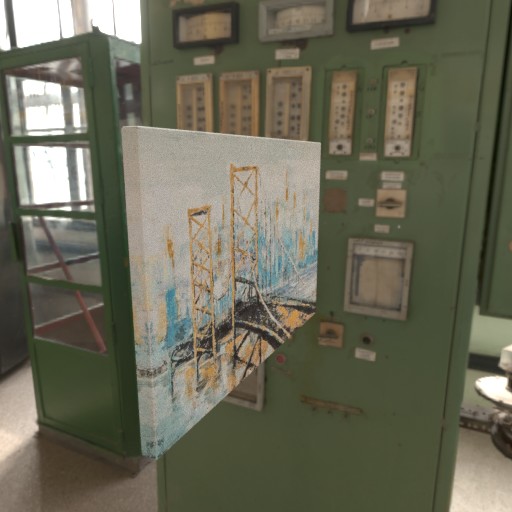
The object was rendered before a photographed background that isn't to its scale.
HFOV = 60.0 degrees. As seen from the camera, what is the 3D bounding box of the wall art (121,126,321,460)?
[{"bbox_3d":[0.000,0.000,1.178,0.038,0.609,0.913,6,14,26],"label":"wall art"}]
